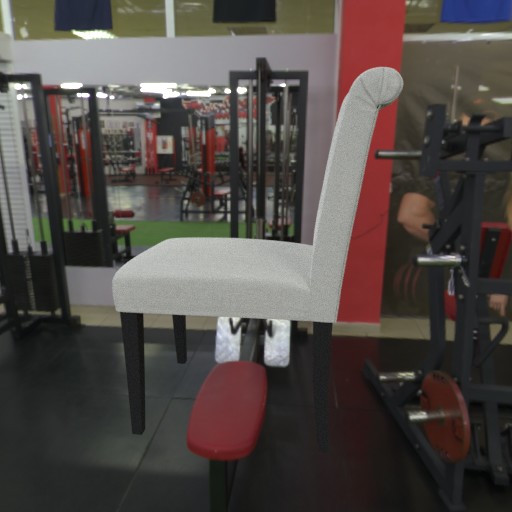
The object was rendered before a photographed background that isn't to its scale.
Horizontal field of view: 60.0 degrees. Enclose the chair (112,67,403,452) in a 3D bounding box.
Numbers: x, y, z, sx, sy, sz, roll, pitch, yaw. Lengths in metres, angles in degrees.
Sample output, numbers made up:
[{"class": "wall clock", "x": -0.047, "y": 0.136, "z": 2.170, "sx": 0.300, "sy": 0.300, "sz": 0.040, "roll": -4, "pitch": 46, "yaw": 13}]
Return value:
[{"class": "chair", "x": 0.000, "y": 0.000, "z": 1.320, "sx": 0.708, "sy": 0.976, "sz": 0.452, "roll": 2, "pitch": 15, "yaw": 8}]
